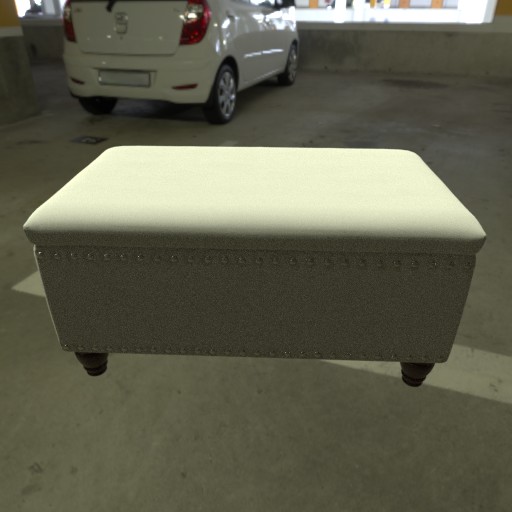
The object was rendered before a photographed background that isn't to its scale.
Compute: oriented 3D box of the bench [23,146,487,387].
[{"bbox_3d":[0.000,0.000,1.147,0.887,0.449,0.500,1,30,2],"label":"bench"}]
